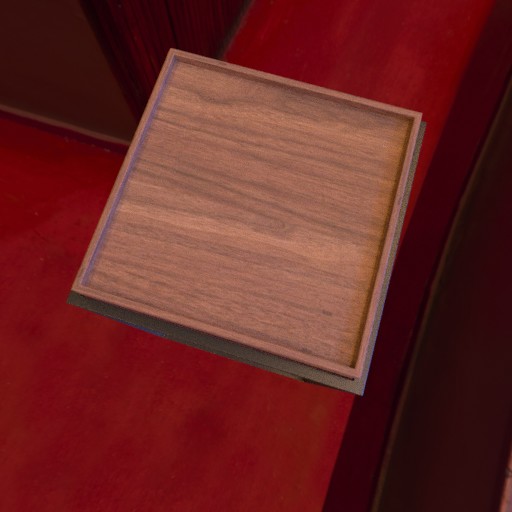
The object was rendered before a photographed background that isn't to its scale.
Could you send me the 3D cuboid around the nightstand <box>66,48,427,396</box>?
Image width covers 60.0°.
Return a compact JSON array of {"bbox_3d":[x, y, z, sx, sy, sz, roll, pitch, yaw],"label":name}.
[{"bbox_3d":[0.000,0.000,0.865,0.397,0.607,0.397,17,76,4],"label":"nightstand"}]
